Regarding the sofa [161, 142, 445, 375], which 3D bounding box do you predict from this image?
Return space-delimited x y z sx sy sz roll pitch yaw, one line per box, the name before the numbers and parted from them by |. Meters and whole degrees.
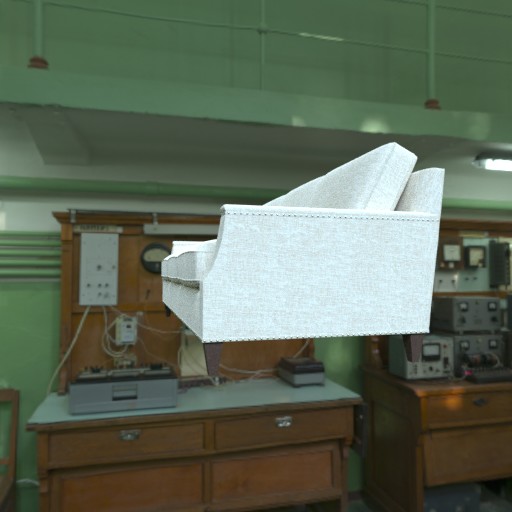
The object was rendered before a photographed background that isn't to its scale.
sofa | 0.000 0.000 2.775 1.041 0.940 2.210 1 -2 -16
